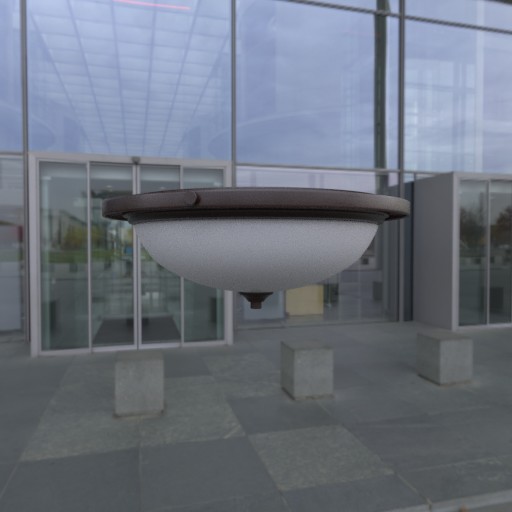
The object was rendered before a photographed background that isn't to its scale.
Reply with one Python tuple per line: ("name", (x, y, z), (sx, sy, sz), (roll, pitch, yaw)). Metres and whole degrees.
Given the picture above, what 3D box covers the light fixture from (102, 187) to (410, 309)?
("light fixture", (0.000, 0.000, 0.550), (0.361, 0.130, 0.361), (0, 1, 0))
